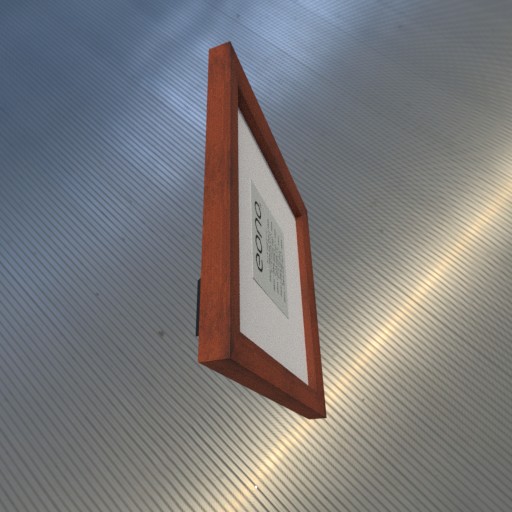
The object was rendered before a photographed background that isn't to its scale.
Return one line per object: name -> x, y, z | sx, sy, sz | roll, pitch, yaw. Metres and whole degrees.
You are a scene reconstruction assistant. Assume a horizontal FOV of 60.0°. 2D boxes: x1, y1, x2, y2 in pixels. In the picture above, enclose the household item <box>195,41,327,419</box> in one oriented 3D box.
household item -> 0.000, 0.000, 0.384 | 0.131, 0.240, 0.240 | -1, 62, -1
